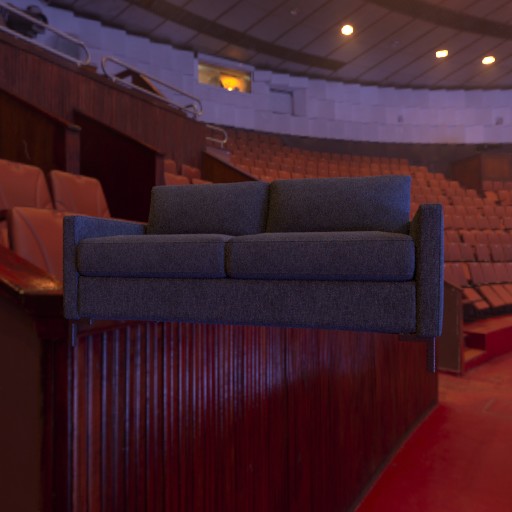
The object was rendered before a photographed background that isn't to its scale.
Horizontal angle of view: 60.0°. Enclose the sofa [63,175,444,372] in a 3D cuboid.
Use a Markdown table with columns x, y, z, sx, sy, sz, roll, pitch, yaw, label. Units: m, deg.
| x | y | z | sx | sy | sz | roll | pitch | yaw | label |
| --- | --- | --- | --- | --- | --- | --- | --- | --- | --- |
| 0.000 | 0.000 | 2.260 | 1.716 | 0.862 | 0.866 | 0 | 0 | 17 | sofa |
